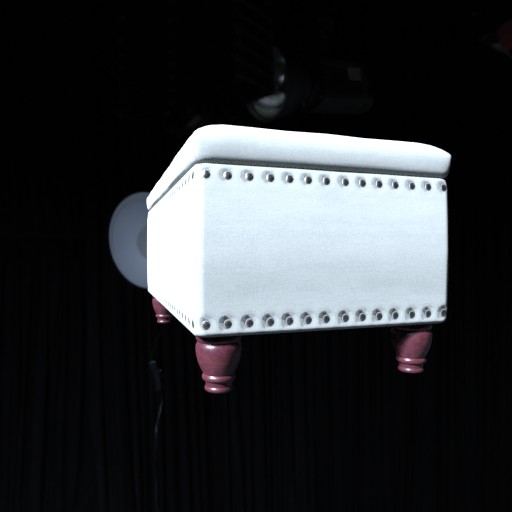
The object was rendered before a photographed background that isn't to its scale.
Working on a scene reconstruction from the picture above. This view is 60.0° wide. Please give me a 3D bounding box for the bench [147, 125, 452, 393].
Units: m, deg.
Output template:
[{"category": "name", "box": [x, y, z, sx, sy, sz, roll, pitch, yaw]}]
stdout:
[{"category": "bench", "box": [0.000, 0.000, 1.185, 0.500, 0.449, 0.887, 0, 0, -18]}]
